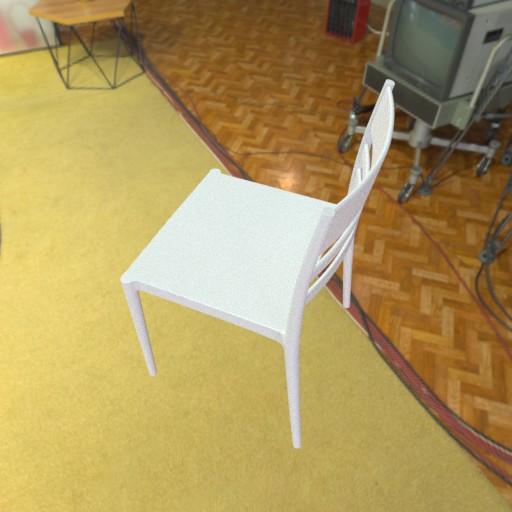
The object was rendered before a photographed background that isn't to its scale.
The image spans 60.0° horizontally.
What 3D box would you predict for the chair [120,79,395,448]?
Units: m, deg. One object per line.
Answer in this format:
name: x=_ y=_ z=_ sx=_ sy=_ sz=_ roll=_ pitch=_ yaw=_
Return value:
chair: x=0.000 y=0.000 z=1.131 sx=0.511 sy=0.800 sz=0.531 roll=17 pitch=49 yaw=16
